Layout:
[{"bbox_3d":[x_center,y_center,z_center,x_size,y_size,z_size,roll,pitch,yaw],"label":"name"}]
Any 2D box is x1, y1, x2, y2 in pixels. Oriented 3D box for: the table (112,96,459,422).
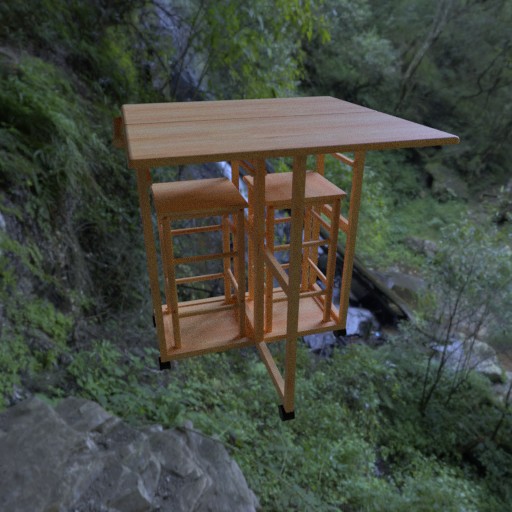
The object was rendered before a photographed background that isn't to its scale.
[{"bbox_3d":[0.000,0.000,1.378,0.752,0.832,0.693,-8,28,-14],"label":"table"}]
